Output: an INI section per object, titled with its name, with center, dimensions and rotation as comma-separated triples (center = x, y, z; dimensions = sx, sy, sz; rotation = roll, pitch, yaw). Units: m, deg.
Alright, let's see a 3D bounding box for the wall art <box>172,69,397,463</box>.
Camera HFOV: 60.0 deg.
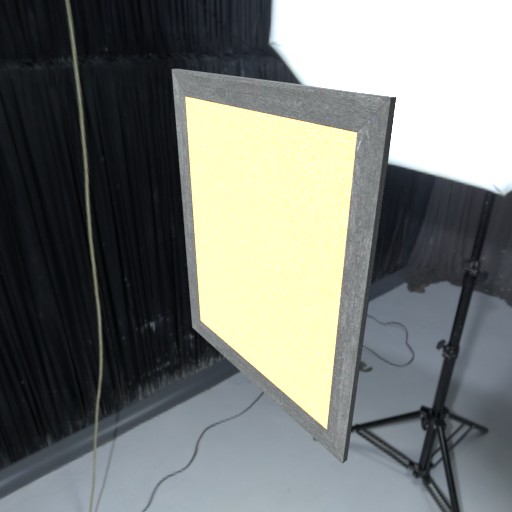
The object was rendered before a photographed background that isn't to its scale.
[wall art]
center = 0.000, 0.000, 0.767
dimensions = 0.013, 0.570, 0.476
rotation = -20, 33, -33
